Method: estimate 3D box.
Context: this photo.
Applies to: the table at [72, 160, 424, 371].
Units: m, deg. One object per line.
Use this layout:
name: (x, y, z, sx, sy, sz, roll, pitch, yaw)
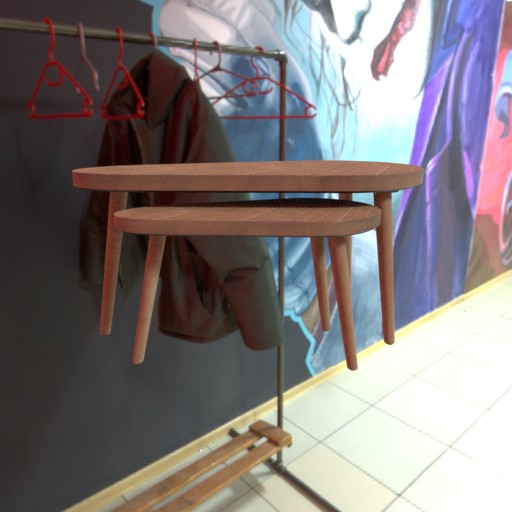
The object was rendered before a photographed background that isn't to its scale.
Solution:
table: (0.000, 0.000, 1.547, 1.190, 0.595, 0.701, -2, 17, -8)
